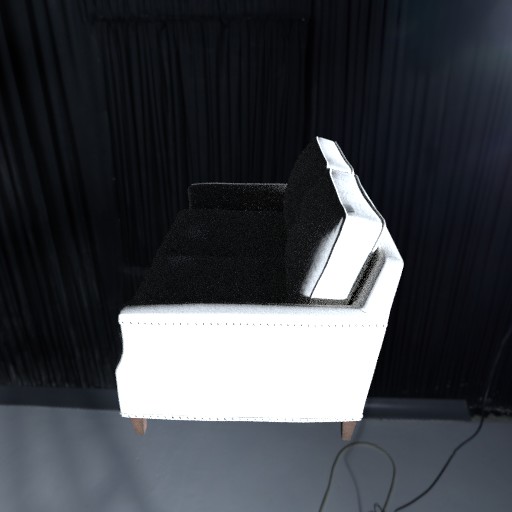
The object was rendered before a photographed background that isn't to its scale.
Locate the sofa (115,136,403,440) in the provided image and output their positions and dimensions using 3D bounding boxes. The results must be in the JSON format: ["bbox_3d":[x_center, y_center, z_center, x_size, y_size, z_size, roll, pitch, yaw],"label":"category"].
[{"bbox_3d":[0.000,0.000,2.342,1.084,1.003,1.597,1,27,2],"label":"sofa"}]
